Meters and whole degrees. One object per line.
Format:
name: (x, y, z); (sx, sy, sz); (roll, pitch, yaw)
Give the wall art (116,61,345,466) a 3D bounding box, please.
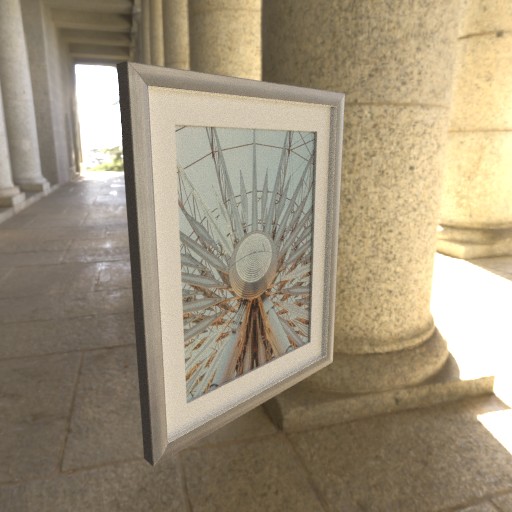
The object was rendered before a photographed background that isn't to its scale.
wall art: (0.000, 0.000, 0.756); (0.029, 0.558, 0.458); (13, 19, 43)
